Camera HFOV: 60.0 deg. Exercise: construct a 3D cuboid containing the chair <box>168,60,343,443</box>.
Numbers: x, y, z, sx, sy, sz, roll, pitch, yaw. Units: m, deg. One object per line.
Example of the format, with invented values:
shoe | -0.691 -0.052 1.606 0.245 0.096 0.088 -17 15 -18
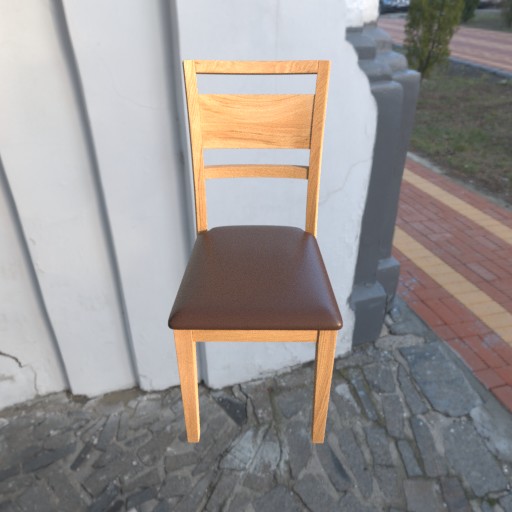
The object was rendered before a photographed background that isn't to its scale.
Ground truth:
chair | 0.000 0.000 1.231 0.420 0.940 0.545 0 32 0
